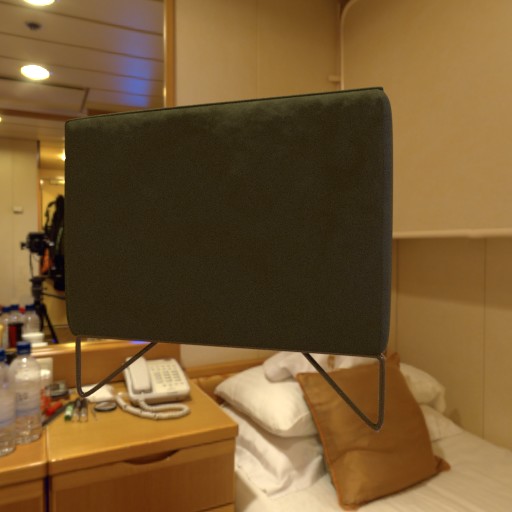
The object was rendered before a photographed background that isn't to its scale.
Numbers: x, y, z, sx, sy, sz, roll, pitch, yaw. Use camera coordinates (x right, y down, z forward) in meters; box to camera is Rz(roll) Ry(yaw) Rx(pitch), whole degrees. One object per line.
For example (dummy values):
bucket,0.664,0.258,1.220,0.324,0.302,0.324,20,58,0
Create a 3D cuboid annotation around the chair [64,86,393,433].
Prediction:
chair,0.000,0.000,1.519,0.894,0.790,0.880,0,1,17
